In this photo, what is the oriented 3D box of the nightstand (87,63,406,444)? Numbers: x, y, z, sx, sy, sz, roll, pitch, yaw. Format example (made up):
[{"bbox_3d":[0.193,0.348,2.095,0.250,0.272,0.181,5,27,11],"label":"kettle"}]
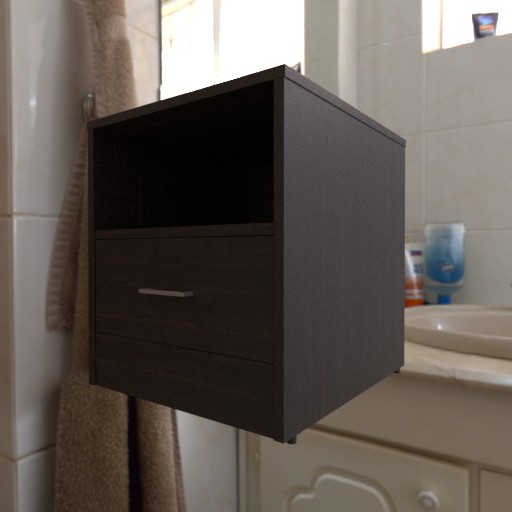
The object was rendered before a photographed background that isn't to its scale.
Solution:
[{"bbox_3d":[0.000,0.000,0.815,0.400,0.460,0.461,1,1,36],"label":"nightstand"}]
